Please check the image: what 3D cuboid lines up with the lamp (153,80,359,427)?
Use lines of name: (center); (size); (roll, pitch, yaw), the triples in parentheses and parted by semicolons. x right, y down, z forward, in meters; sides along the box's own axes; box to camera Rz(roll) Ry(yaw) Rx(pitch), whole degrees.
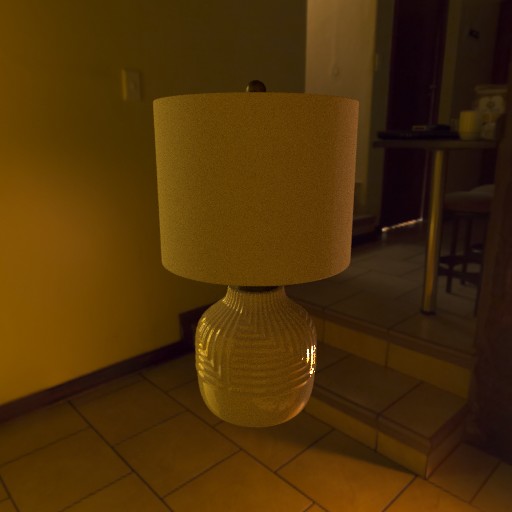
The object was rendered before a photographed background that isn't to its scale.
lamp: (0.000, 0.000, 0.763); (0.318, 0.567, 0.318); (0, 14, 0)
